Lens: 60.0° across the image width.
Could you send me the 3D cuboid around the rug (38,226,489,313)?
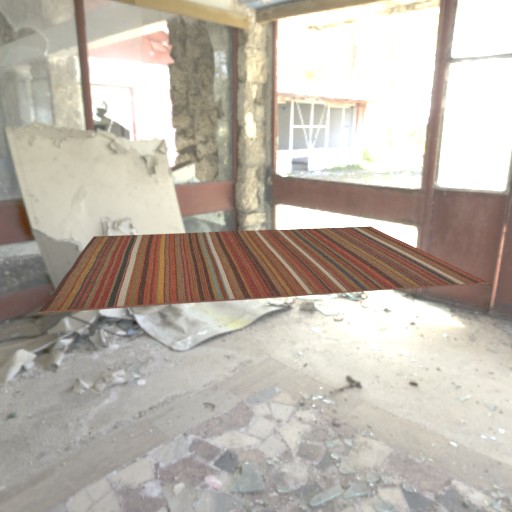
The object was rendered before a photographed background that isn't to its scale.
[{"bbox_3d":[0.000,0.000,2.324,1.828,0.007,1.217,-3,16,-10],"label":"rug"}]
